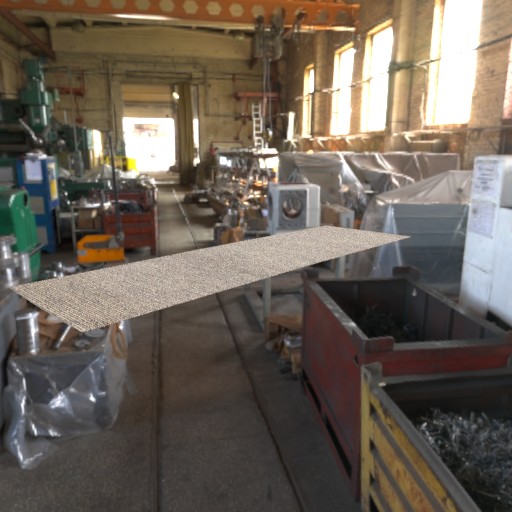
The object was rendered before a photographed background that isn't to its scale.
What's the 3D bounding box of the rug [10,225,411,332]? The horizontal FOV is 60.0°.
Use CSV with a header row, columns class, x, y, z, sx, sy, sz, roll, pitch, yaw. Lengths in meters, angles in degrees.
class,x,y,z,sx,sy,sz,roll,pitch,yaw
rug,0.000,0.000,2.481,0.697,0.013,2.335,13,18,43
